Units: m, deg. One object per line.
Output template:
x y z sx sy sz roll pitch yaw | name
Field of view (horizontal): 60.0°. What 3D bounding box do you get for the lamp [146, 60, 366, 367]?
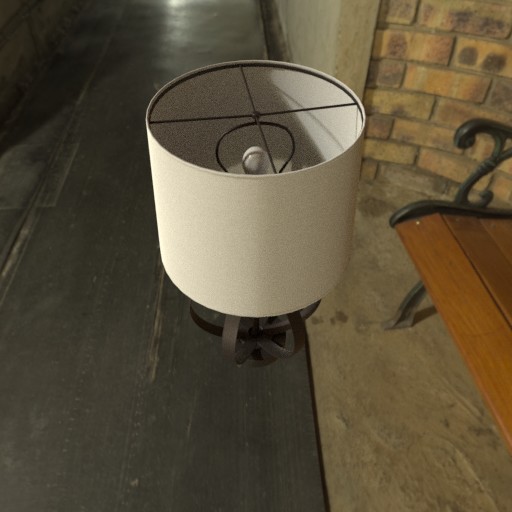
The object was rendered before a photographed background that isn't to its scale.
0.000 0.000 0.703 0.286 0.510 0.286 0 48 0 | lamp
